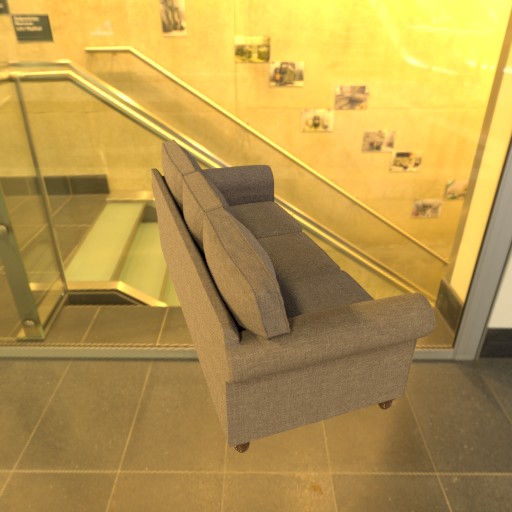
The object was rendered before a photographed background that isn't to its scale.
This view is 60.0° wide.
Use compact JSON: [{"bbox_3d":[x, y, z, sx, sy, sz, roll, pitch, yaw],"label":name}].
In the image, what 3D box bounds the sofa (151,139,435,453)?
[{"bbox_3d":[0.000,0.000,2.633,0.916,0.961,2.084,-10,31,-17],"label":"sofa"}]
